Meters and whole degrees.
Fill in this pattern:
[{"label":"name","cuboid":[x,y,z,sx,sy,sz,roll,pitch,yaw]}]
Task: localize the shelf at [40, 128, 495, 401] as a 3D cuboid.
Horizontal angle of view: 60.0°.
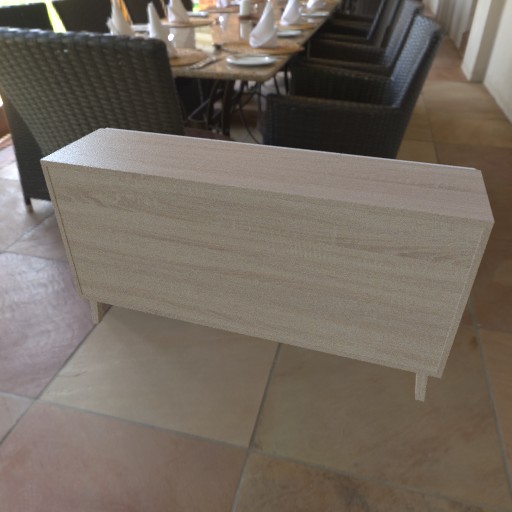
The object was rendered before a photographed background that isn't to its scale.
[{"label":"shelf","cuboid":[0.000,0.000,1.768,1.490,0.780,0.400,10,35,14]}]
